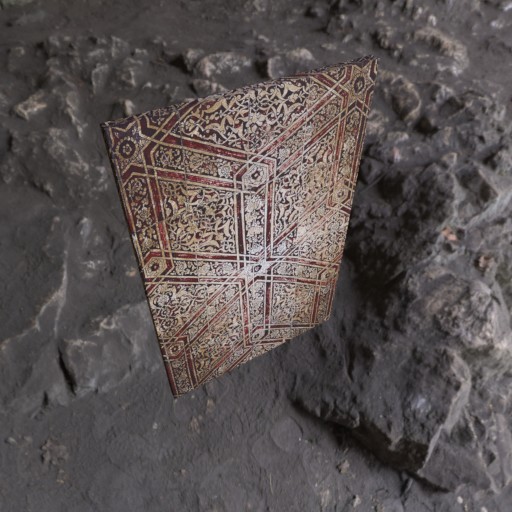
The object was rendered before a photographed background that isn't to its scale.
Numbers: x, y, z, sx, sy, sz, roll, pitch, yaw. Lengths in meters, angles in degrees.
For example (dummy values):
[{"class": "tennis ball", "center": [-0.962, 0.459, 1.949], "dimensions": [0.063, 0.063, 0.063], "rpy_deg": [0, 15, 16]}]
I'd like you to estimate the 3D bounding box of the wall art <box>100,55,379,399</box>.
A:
[{"class": "wall art", "center": [0.000, 0.000, 0.771], "dimensions": [0.397, 0.599, 0.020], "rpy_deg": [-23, 49, -22]}]
